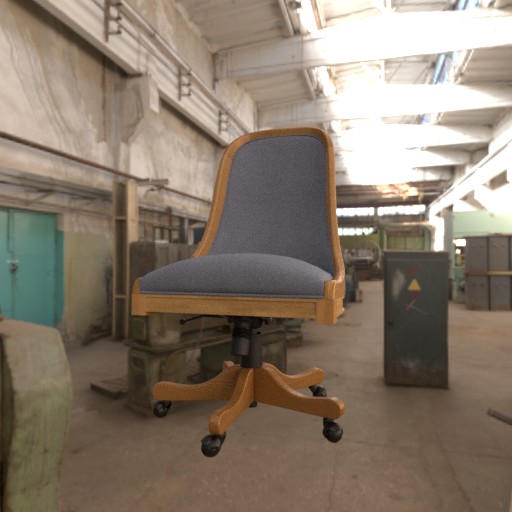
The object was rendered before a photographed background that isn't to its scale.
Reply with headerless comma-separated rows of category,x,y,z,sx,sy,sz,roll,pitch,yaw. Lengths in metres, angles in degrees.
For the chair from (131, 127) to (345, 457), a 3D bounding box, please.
chair,0.000,0.000,1.457,0.605,1.031,0.735,0,0,17
